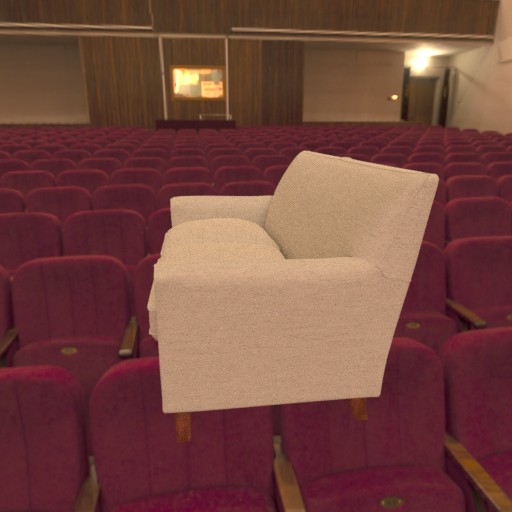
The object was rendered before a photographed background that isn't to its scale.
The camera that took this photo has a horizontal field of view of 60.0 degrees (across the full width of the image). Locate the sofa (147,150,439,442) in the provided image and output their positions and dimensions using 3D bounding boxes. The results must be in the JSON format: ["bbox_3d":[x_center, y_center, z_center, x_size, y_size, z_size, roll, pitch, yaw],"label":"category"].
[{"bbox_3d":[0.000,0.000,2.064,0.891,0.892,1.482,-2,16,-8],"label":"sofa"}]
